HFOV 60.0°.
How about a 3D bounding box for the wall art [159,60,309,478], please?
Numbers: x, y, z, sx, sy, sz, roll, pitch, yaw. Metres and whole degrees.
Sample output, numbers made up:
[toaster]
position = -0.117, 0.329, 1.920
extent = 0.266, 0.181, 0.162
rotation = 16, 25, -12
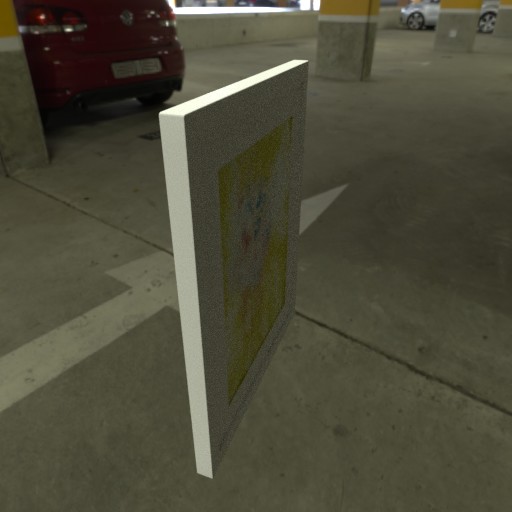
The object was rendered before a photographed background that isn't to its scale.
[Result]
[wall art]
position = 0.000, 0.000, 0.741
extent = 0.028, 0.556, 0.454
rotation = 11, 32, 18
